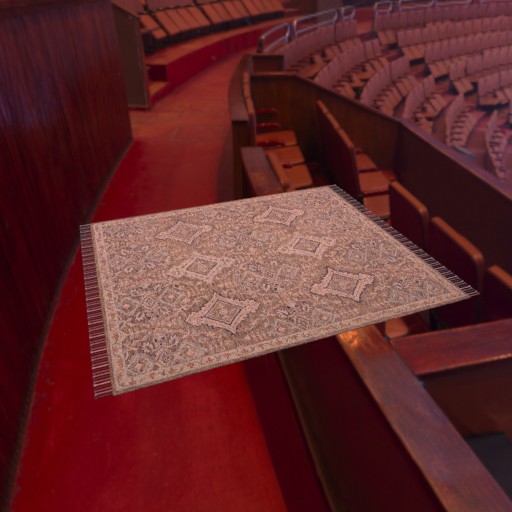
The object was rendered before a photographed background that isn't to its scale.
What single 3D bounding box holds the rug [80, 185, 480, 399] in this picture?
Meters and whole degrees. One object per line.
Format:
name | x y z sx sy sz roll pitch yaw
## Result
rug | 0.000 0.000 4.167 3.056 0.010 2.437 -11 34 -17
